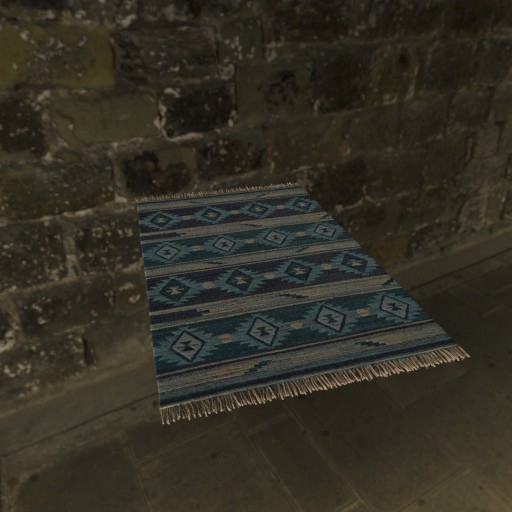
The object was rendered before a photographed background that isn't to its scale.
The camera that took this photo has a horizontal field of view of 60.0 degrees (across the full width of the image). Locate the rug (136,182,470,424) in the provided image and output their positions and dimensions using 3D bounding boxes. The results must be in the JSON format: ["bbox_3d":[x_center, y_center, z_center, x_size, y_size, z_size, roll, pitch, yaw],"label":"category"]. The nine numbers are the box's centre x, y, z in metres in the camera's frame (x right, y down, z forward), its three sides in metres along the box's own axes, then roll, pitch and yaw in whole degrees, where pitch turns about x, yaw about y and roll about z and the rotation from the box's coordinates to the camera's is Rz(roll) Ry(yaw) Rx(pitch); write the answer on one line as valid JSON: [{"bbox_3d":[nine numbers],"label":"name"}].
[{"bbox_3d":[0.000,0.000,2.373,1.181,0.028,1.936,-8,31,-13],"label":"rug"}]
